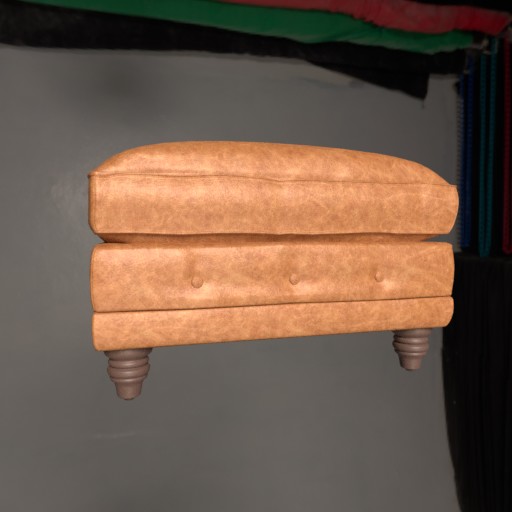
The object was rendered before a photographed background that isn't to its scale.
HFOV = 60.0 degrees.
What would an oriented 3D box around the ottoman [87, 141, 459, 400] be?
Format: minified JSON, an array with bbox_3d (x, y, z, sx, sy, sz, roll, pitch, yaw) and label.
[{"bbox_3d":[0.000,0.000,1.040,0.710,0.480,0.533,-1,3,-17],"label":"ottoman"}]
